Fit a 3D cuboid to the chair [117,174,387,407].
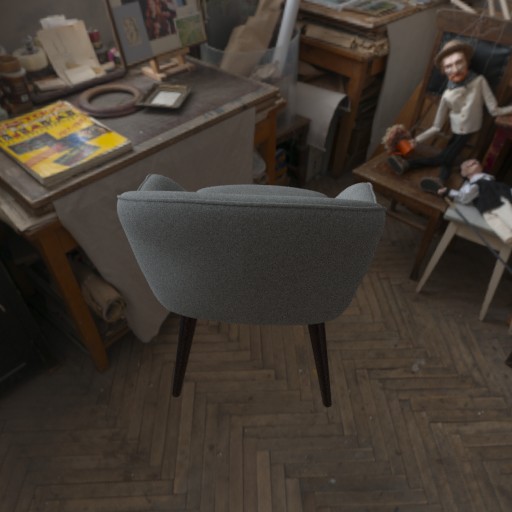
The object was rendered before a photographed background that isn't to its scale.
[{"bbox_3d":[0.000,0.000,1.218,0.589,0.810,0.611,3,44,3],"label":"chair"}]
